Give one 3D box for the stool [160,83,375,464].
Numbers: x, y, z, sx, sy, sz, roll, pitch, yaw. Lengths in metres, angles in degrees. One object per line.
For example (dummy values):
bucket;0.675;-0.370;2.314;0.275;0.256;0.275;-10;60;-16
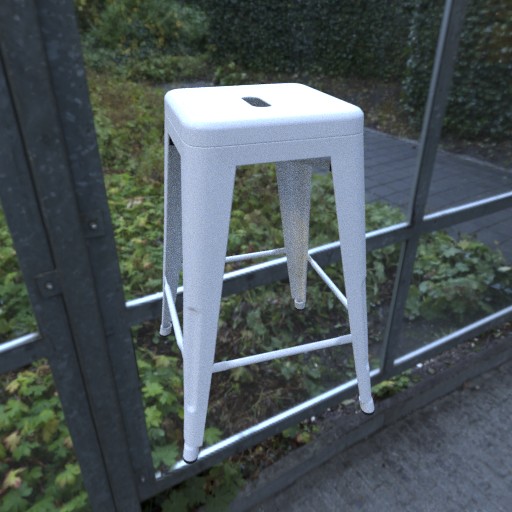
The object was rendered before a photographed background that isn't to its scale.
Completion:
stool;0.000;0.000;0.894;0.406;0.610;0.406;-9;31;-15
